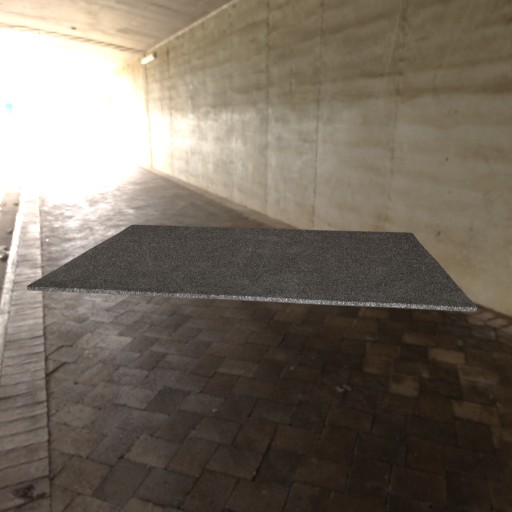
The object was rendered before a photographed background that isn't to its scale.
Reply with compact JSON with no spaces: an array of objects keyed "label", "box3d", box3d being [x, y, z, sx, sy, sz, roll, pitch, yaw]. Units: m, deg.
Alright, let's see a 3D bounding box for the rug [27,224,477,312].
[{"label":"rug","box3d":[0.000,0.000,2.991,2.350,0.025,1.502,2,17,7]}]
